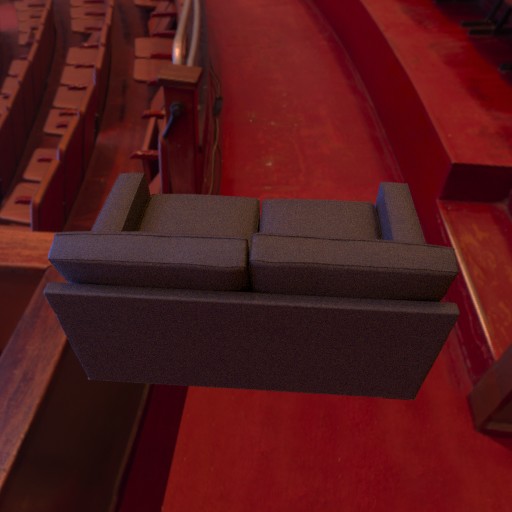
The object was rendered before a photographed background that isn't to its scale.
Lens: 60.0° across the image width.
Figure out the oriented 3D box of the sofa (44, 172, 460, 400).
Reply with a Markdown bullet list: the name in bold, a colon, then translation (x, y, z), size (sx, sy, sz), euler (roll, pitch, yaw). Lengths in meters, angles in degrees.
- **sofa**: translation (0.000, 0.000, 2.119), size (1.534, 0.887, 0.974), euler (3, 46, 3)
